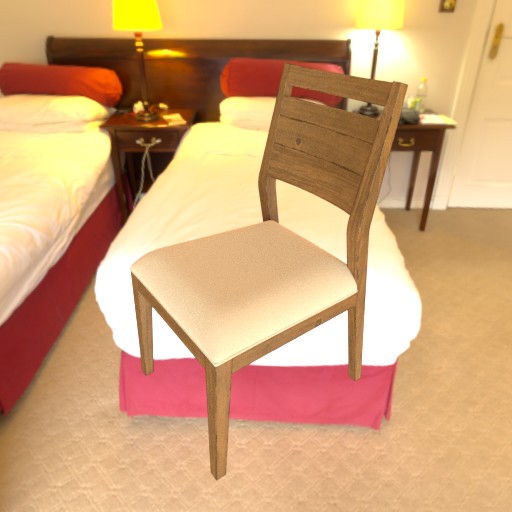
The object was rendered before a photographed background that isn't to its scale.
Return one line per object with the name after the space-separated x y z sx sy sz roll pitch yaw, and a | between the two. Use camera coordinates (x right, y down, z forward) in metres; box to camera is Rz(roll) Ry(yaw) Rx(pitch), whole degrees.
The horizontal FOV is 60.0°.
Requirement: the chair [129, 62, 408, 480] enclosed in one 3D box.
0.000 0.000 1.261 0.610 0.939 0.497 -20 36 -30 | chair
